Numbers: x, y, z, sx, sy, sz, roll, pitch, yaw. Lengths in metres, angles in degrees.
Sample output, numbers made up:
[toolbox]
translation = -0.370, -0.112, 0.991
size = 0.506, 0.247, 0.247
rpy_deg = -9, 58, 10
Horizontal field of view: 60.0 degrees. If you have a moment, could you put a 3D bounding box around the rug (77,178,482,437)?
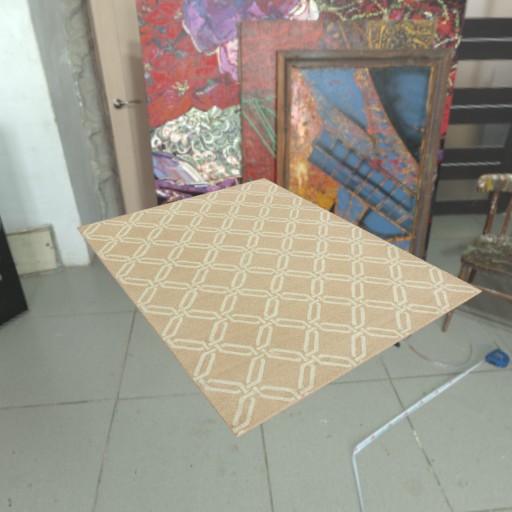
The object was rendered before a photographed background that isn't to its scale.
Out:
[rug]
translation = 0.000, 0.000, 3.911
size = 2.288, 0.018, 2.895
rpy_deg = -20, 37, -29
